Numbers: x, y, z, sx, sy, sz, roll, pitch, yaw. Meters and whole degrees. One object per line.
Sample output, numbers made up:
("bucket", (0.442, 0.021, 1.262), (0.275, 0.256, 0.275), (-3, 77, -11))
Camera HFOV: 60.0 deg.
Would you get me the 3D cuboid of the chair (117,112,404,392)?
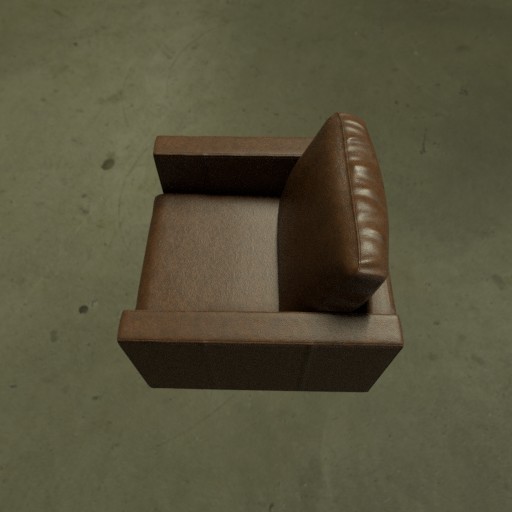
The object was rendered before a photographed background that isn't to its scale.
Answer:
("chair", (0.000, 0.000, 1.743), (0.909, 0.956, 0.890), (1, 58, 1))
